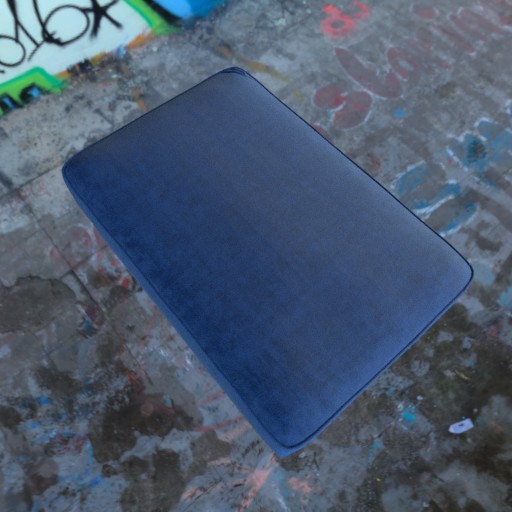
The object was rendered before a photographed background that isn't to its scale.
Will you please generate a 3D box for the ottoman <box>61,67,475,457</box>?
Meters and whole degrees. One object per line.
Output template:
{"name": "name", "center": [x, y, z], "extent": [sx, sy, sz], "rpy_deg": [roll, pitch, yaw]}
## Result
{"name": "ottoman", "center": [0.000, 0.000, 1.197], "extent": [0.583, 0.484, 0.862], "rpy_deg": [-37, 69, -17]}
